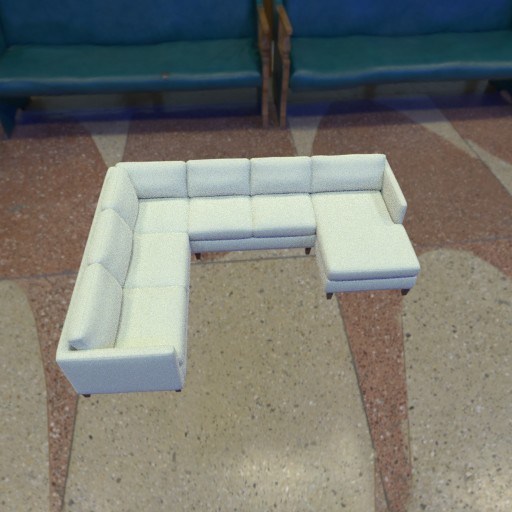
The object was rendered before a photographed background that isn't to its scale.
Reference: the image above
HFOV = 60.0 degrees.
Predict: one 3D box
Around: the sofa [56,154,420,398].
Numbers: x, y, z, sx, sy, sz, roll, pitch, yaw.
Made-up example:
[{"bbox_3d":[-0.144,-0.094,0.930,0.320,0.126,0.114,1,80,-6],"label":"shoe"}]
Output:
[{"bbox_3d":[0.000,0.000,4.459,3.238,0.853,2.551,-3,47,-3],"label":"sofa"}]
